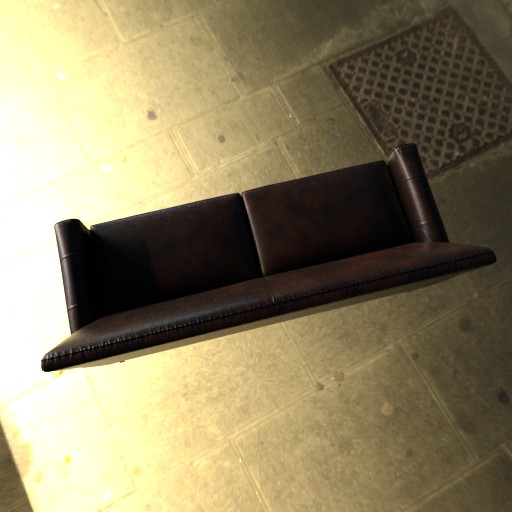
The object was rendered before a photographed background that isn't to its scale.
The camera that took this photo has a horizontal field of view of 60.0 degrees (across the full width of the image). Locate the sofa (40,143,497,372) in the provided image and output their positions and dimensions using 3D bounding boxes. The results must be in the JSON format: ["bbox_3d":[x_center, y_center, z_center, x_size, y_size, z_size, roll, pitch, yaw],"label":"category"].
[{"bbox_3d":[0.000,0.000,2.388,1.995,0.871,0.786,-13,75,-4],"label":"sofa"}]
